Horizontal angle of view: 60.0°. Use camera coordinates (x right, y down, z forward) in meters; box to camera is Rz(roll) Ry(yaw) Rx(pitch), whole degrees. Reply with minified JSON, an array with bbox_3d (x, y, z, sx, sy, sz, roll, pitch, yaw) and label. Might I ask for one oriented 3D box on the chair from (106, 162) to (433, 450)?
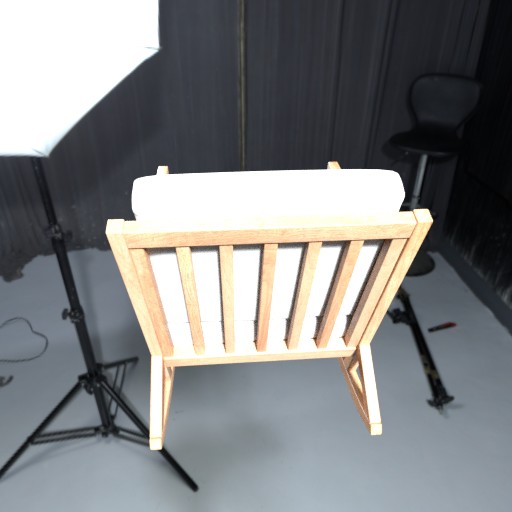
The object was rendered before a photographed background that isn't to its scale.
[{"bbox_3d":[0.000,0.000,1.369,0.622,0.790,0.857,-2,31,-4],"label":"chair"}]
